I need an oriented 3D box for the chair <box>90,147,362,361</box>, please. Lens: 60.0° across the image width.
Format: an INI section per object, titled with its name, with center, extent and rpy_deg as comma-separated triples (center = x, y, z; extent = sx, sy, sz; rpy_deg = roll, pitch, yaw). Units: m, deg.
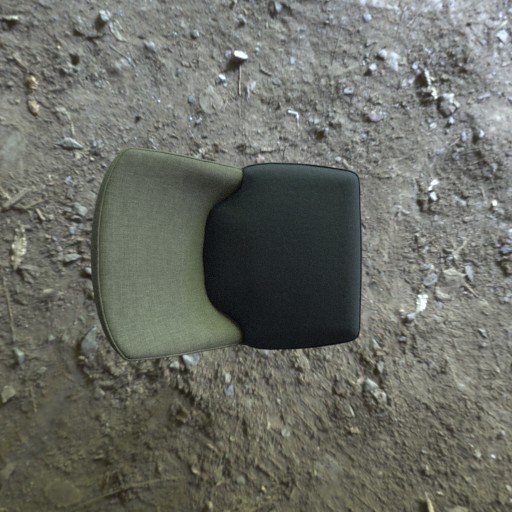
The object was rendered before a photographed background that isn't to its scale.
[chair]
center = 0.000, 0.000, 1.151
extent = 0.550, 0.855, 0.488
rpy_deg = 0, 89, 1
